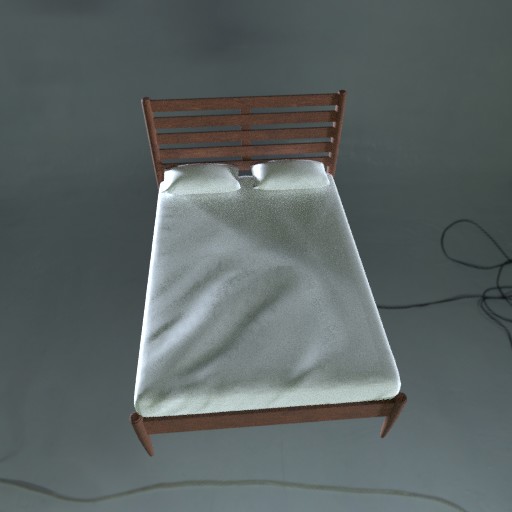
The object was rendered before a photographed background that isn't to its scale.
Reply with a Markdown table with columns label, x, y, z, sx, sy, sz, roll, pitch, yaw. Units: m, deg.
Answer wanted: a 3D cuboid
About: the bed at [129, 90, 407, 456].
| label | x | y | z | sx | sy | sz | roll | pitch | yaw |
| --- | --- | --- | --- | --- | --- | --- | --- | --- | --- |
| bed | 0.000 | 0.000 | 3.000 | 1.509 | 1.304 | 2.093 | -3 | 46 | -3 |
